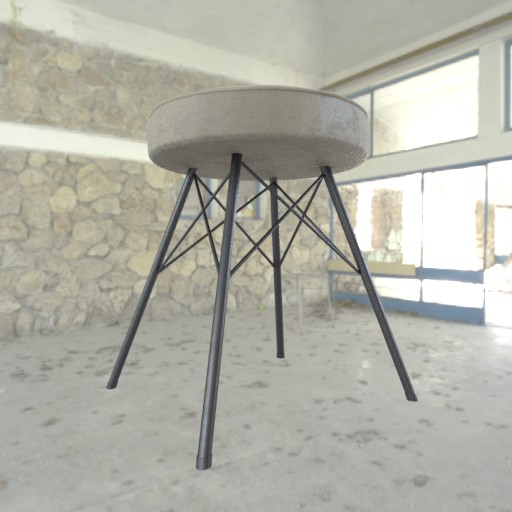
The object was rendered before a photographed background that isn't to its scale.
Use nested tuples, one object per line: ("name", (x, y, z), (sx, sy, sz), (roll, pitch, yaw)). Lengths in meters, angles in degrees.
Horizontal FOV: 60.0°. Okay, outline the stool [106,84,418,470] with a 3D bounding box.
("stool", (0.000, 0.000, 0.856), (0.457, 0.538, 0.423), (-1, 1, -35))
